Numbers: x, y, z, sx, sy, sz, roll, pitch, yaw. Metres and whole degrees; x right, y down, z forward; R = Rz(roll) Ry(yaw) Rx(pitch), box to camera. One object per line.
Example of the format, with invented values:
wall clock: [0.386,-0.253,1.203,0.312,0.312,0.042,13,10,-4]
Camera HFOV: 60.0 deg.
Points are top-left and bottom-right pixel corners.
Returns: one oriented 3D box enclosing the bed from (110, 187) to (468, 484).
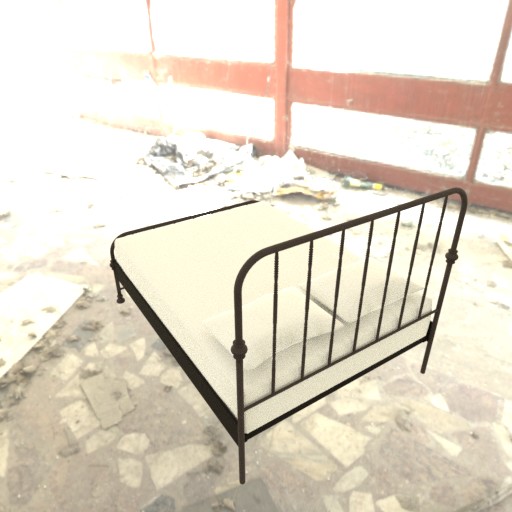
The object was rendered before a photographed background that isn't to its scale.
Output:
bed: [0.000,0.000,3.236,1.616,1.446,2.134,-18,34,-29]
